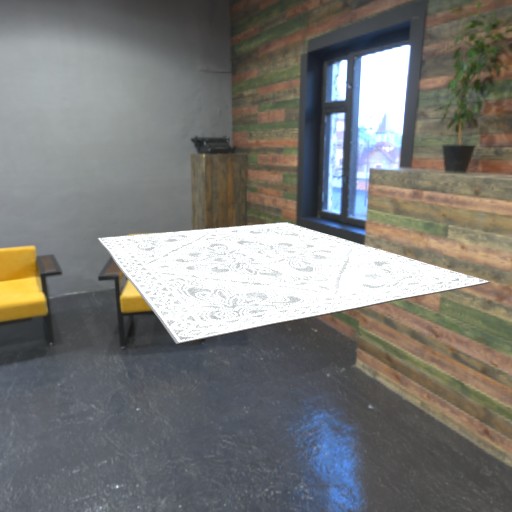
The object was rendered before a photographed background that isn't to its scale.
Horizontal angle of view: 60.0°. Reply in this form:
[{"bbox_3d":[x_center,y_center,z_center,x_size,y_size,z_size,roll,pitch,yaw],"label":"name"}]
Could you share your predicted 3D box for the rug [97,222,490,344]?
[{"bbox_3d":[0.000,0.000,4.106,2.438,0.012,3.048,-7,15,-25],"label":"rug"}]
